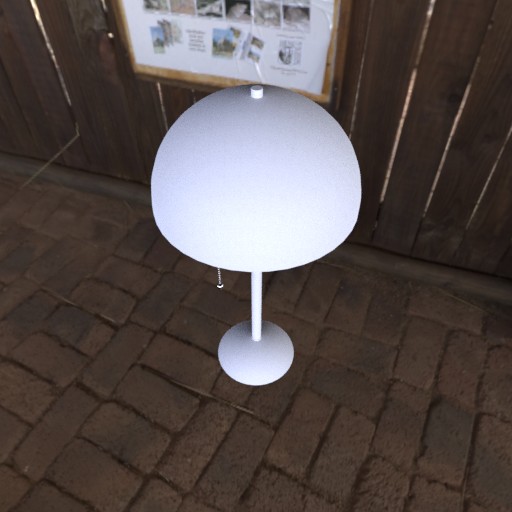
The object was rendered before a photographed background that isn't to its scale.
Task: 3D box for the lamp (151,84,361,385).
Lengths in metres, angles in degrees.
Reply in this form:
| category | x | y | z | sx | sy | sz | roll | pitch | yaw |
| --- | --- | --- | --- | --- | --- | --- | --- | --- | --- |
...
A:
| category | x | y | z | sx | sy | sz | roll | pitch | yaw |
| --- | --- | --- | --- | --- | --- | --- | --- | --- | --- |
| lamp | 0.000 | 0.000 | 0.423 | 0.171 | 0.330 | 0.171 | 0 | 46 | 0 |
